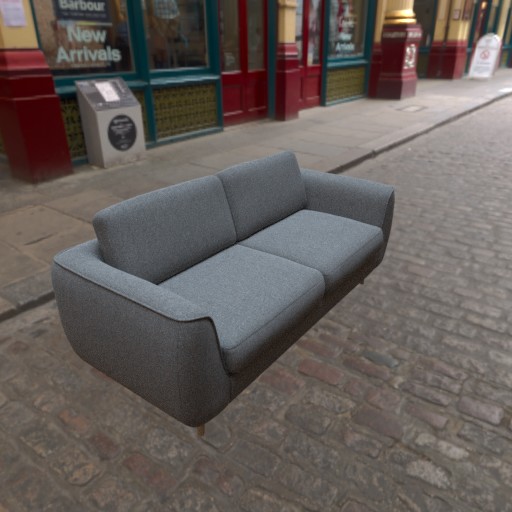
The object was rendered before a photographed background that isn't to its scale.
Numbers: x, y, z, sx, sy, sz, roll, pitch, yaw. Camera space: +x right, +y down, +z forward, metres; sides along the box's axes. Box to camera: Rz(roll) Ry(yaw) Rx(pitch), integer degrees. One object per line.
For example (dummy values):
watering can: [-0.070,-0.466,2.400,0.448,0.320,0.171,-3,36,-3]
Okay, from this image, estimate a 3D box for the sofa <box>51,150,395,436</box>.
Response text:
sofa: [0.000,0.000,2.464,0.920,0.870,2.000,18,31,32]
